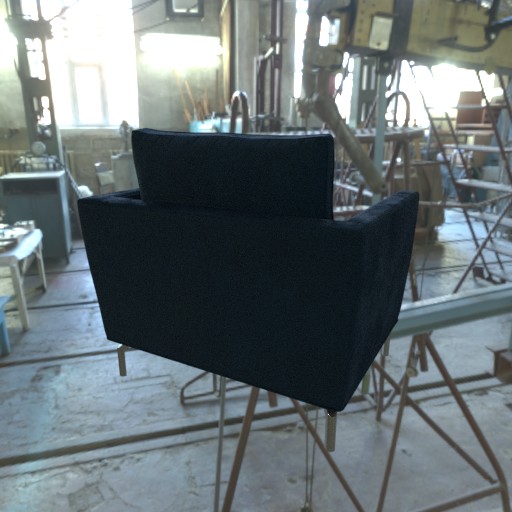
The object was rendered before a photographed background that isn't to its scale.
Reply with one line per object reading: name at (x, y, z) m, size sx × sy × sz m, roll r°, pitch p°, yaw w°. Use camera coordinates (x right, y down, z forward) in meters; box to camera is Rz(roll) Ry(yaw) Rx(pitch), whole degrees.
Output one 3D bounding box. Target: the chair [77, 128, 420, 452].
chair at (0.000, 0.000, 1.608) m, size 0.977 × 0.893 × 0.746 m, roll 9°, pitch 19°, yaw 28°
